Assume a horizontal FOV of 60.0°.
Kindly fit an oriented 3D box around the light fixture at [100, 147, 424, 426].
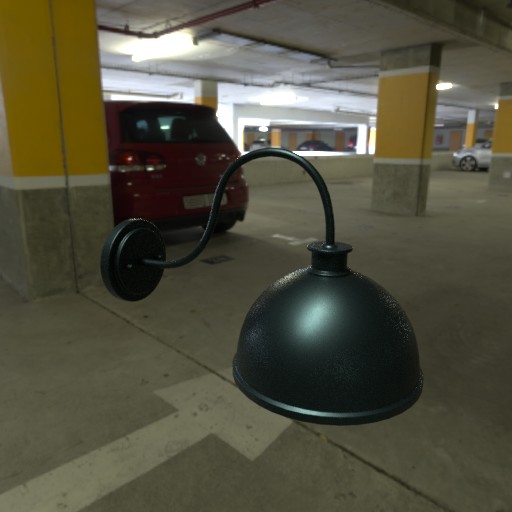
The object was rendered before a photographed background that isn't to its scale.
[{"bbox_3d":[0.000,0.000,0.620,0.467,0.295,0.253,7,16,27],"label":"light fixture"}]
